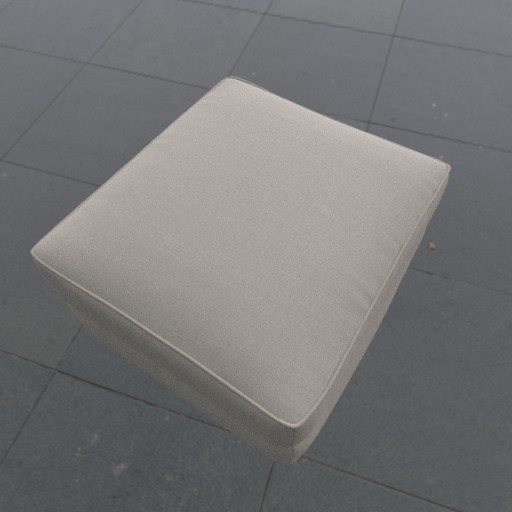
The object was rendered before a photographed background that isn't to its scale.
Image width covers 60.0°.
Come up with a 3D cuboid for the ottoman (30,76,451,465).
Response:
[{"bbox_3d":[0.000,0.000,1.086,0.662,0.505,0.716,29,61,18],"label":"ottoman"}]
